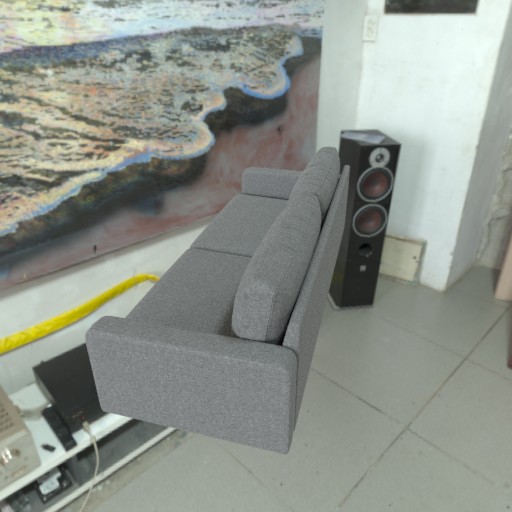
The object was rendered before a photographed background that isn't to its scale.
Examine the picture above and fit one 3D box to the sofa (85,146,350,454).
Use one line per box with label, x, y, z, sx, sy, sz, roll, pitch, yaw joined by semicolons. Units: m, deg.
sofa;0.000;0.000;2.647;0.880;0.880;2.200;8;29;14
